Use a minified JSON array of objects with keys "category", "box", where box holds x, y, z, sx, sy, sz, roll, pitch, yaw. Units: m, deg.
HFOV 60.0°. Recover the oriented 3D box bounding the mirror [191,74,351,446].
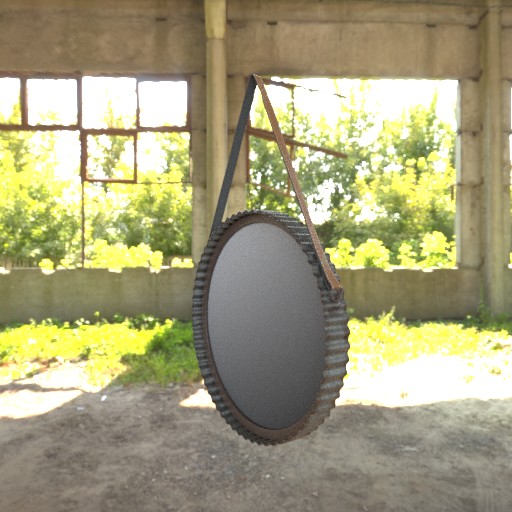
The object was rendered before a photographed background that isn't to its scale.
[{"category":"mirror","box":[0.000,0.000,0.696,0.042,0.568,0.355,0,0,-36]}]
